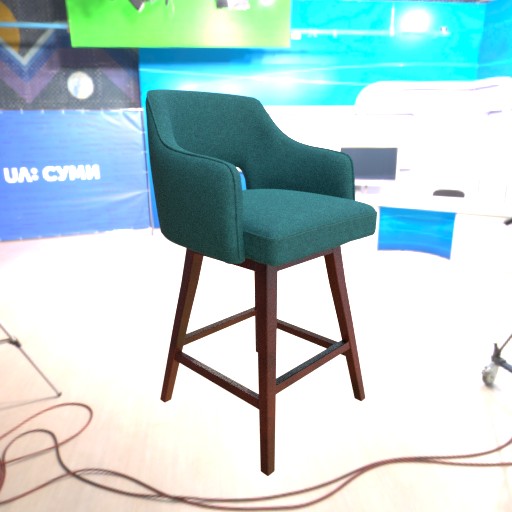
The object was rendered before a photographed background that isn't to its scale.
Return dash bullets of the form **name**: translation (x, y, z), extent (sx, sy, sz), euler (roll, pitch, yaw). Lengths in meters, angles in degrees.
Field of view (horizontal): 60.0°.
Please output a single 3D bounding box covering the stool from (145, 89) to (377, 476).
- **stool**: translation (0.000, 0.000, 1.335), extent (0.556, 0.961, 0.548), euler (15, 22, 42)
